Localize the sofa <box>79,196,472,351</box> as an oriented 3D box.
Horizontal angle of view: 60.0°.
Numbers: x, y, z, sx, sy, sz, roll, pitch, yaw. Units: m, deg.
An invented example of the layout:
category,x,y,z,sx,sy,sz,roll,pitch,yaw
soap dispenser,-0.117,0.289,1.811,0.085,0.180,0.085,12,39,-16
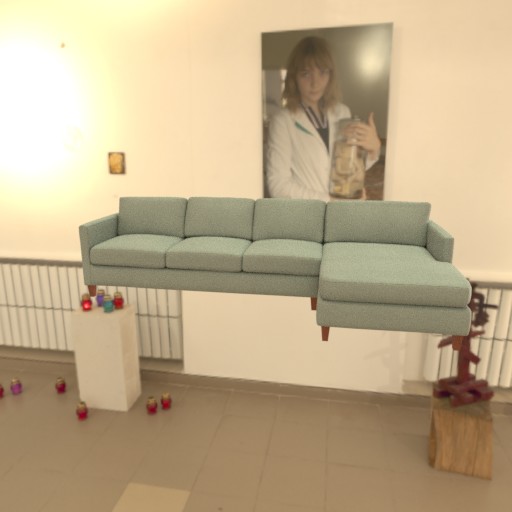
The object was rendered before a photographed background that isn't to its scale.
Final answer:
category,x,y,z,sx,sy,sz,roll,pitch,yaw
sofa,0.000,0.000,4.165,3.471,0.950,1.604,2,14,9
